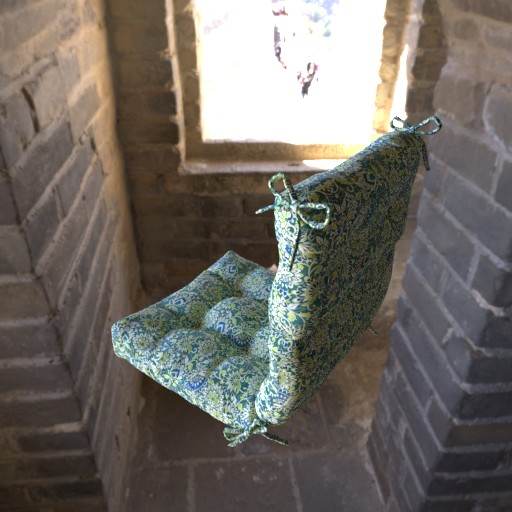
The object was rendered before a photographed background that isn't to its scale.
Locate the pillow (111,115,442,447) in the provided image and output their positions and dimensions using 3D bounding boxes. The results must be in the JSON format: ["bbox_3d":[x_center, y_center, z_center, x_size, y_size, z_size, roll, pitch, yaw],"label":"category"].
[{"bbox_3d":[0.000,0.000,0.994,0.571,0.605,0.519,21,37,30],"label":"pillow"}]
